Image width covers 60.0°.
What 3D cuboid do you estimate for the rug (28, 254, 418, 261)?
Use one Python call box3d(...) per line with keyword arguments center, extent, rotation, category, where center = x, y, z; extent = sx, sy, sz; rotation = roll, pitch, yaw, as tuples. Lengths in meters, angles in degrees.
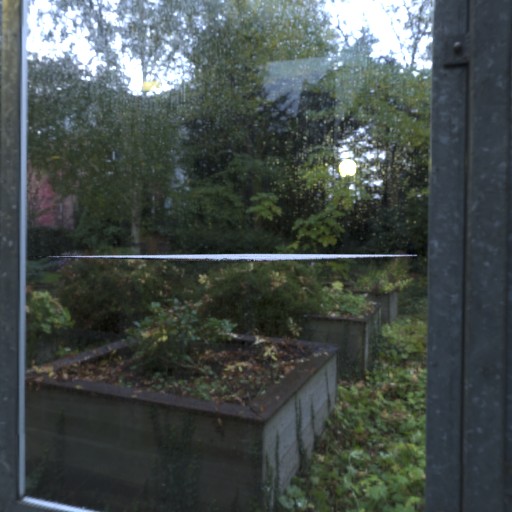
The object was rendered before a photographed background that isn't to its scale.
box3d(center=(0.000, 0.000, 2.354), extent=(1.217, 0.012, 1.848), rotation=(1, 1, 36), category="rug")
